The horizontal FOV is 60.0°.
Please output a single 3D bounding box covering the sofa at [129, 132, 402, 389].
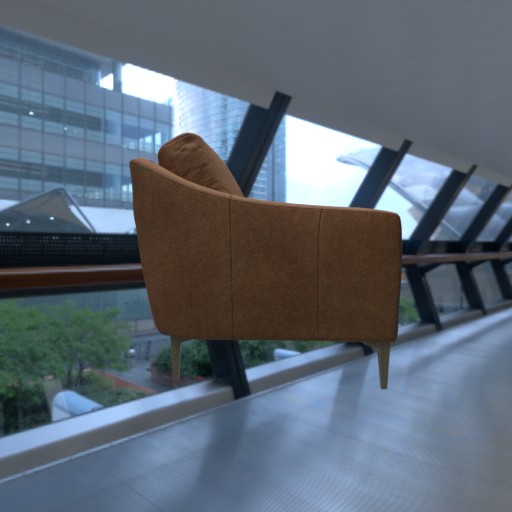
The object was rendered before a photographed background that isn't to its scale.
[{"bbox_3d":[0.000,0.000,2.240,0.960,0.902,1.619,0,0,-1],"label":"sofa"}]
